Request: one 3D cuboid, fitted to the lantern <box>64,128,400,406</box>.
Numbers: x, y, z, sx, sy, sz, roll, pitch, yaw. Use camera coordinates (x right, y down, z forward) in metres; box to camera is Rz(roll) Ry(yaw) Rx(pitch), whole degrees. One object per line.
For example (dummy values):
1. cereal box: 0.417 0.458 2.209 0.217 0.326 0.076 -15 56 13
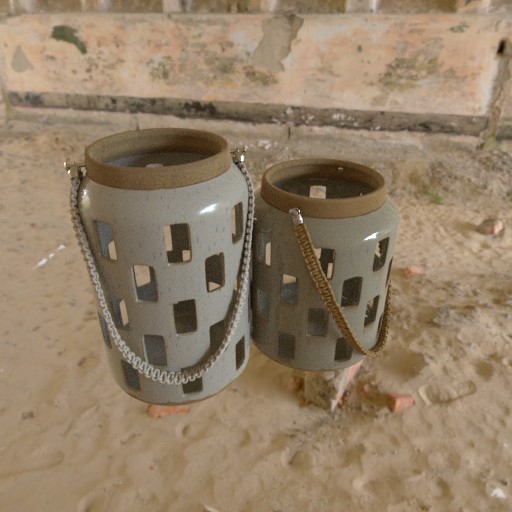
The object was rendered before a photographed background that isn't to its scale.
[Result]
1. lantern: 0.000 0.000 0.482 0.347 0.255 0.184 -9 31 -15
